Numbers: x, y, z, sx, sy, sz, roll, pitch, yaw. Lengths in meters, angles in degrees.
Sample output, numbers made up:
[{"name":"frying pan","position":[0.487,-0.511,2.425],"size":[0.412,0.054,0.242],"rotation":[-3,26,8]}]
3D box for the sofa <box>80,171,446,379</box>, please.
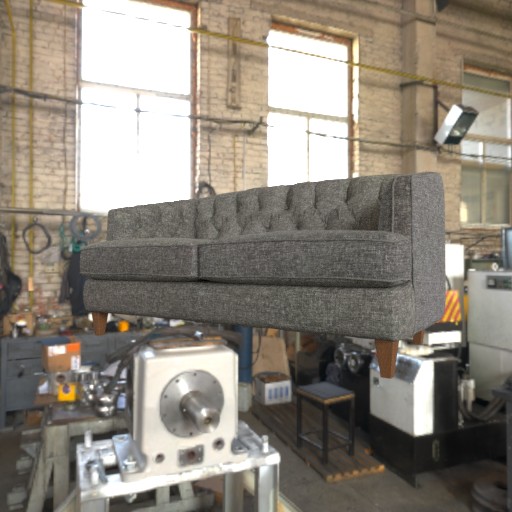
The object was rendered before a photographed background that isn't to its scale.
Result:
[{"name":"sofa","position":[0.000,0.000,2.261],"size":[1.733,0.855,0.941],"rotation":[-1,-1,35]}]
